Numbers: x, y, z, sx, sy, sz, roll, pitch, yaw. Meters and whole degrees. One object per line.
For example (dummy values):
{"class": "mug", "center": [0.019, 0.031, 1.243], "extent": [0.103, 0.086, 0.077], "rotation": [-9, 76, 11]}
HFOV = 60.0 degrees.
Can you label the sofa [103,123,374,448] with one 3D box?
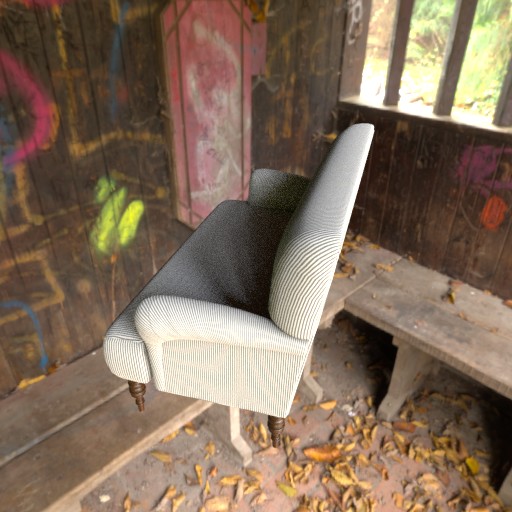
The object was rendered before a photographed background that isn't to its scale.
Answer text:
{"class": "sofa", "center": [0.000, 0.000, 1.863], "extent": [0.779, 0.889, 1.297], "rotation": [9, 33, 14]}
